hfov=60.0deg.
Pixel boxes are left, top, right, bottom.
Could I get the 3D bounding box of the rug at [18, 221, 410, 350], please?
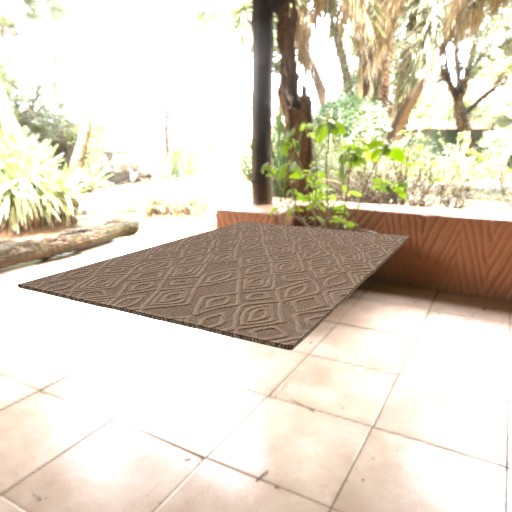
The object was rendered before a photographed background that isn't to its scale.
[{"bbox_3d":[0.000,0.000,2.292,1.224,0.016,1.832,7,15,28],"label":"rug"}]
